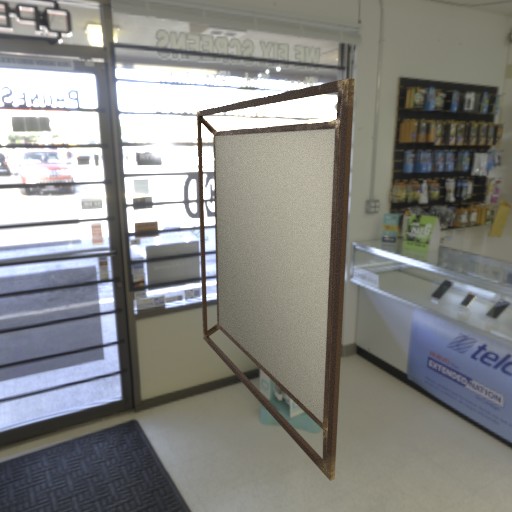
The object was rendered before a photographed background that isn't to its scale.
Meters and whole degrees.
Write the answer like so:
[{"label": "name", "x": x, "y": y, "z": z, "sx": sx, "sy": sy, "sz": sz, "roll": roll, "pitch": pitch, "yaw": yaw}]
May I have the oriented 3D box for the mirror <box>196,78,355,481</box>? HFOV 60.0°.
[{"label": "mirror", "x": 0.000, "y": 0.000, "z": 0.916, "sx": 0.032, "sy": 0.610, "sz": 0.610, "roll": -7, "pitch": 15, "yaw": -25}]
